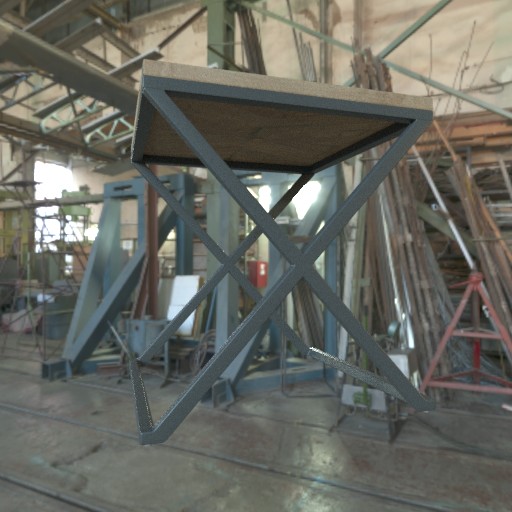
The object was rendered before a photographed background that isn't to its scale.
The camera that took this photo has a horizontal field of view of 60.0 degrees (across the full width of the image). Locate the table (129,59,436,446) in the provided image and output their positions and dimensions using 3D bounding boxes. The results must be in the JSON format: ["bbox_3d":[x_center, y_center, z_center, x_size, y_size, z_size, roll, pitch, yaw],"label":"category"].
[{"bbox_3d":[0.000,0.000,0.934,0.498,0.550,0.499,0,-1,-18],"label":"table"}]
